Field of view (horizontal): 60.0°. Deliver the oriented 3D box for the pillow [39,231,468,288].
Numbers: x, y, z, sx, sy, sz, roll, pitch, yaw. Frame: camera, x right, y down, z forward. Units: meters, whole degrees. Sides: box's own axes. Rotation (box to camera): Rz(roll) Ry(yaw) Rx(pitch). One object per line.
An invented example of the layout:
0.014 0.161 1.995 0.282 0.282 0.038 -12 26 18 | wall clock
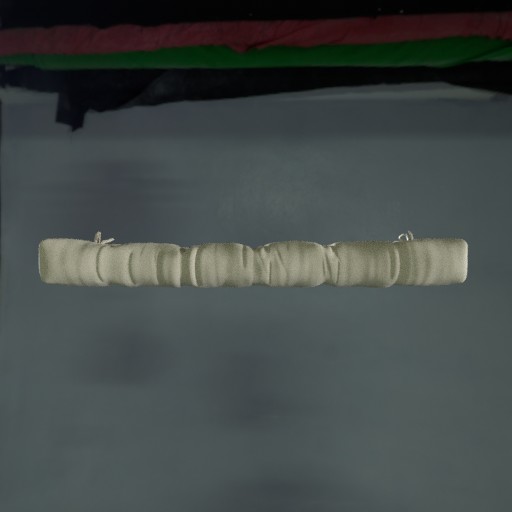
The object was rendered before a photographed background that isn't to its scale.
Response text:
0.000 0.000 1.390 1.194 0.174 0.511 0 1 -1 | pillow
